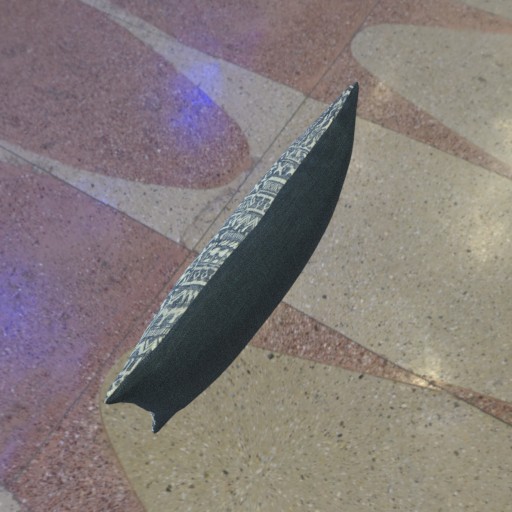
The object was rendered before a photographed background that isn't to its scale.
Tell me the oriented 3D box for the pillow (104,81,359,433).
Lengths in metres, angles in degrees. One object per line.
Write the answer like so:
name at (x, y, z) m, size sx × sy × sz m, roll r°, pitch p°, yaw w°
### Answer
pillow at (0.000, 0.000, 0.740) m, size 0.148 × 0.292 × 0.631 m, roll 31°, pitch 67°, yaw 14°
